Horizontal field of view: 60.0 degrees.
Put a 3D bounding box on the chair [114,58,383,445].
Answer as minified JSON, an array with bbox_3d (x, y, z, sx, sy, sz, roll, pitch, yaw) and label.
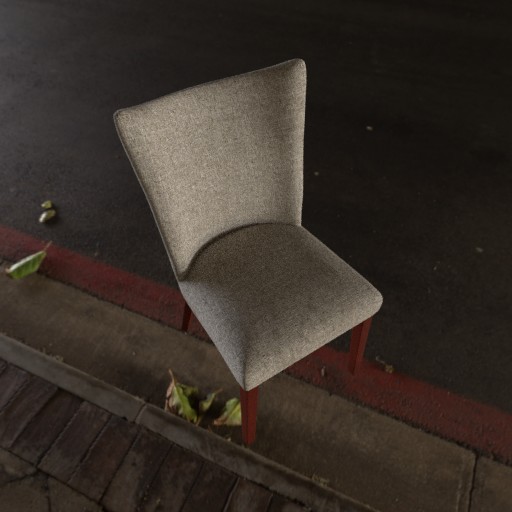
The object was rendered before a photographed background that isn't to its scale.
[{"bbox_3d":[0.000,0.000,1.320,0.535,0.924,0.623,-26,52,-22],"label":"chair"}]
